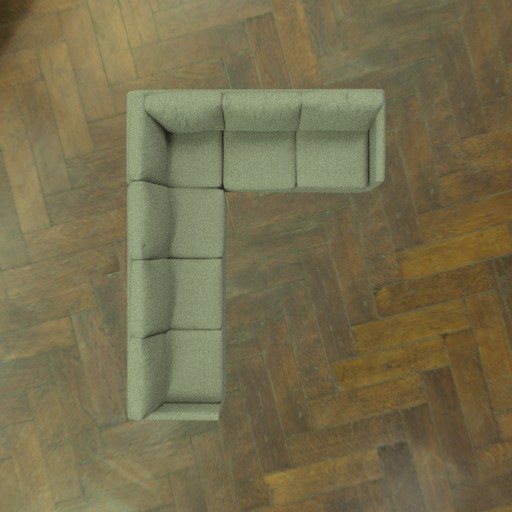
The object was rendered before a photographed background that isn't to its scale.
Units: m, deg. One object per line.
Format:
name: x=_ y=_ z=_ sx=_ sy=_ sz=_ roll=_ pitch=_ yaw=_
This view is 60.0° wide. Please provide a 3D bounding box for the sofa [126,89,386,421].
sofa: x=0.000 y=0.000 z=4.604 sx=2.593 sy=0.947 sz=3.302 roll=0 pitch=90 yaw=1
